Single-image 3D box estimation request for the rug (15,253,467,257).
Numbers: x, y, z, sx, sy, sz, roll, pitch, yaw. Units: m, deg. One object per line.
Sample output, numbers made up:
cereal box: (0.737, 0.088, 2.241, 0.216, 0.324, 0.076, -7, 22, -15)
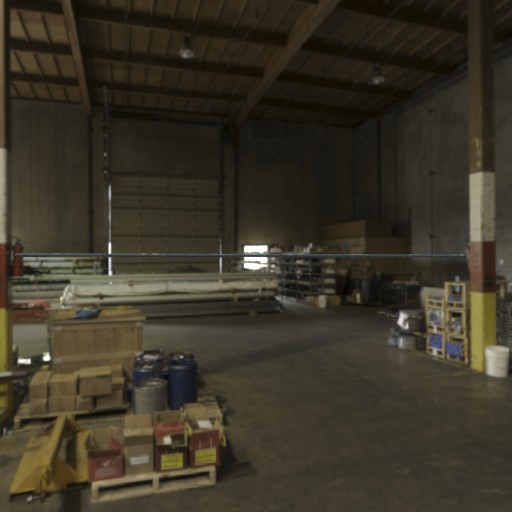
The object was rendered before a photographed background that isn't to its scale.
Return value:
rug: (0.000, 0.000, 2.468, 2.276, 0.014, 0.678, 0, 0, -17)
